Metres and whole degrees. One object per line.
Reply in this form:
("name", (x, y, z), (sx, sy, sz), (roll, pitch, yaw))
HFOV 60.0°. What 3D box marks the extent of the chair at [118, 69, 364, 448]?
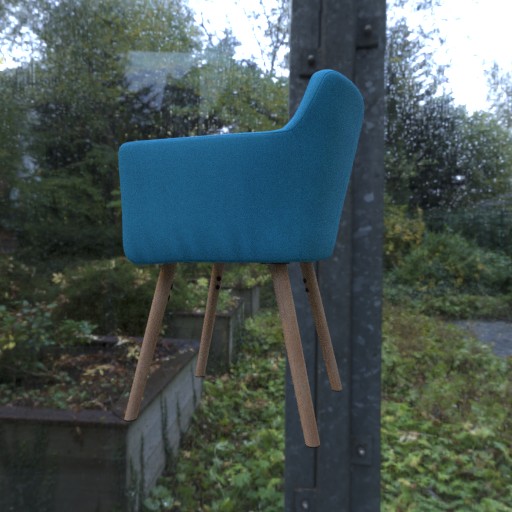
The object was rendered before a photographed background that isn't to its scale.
("chair", (0.000, 0.000, 1.153), (0.540, 0.780, 0.570), (0, 1, 18))
